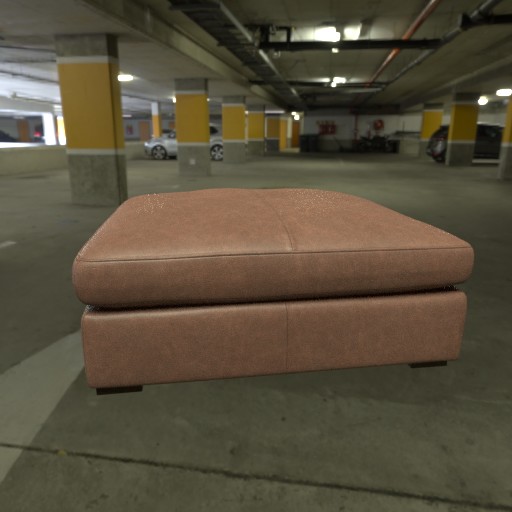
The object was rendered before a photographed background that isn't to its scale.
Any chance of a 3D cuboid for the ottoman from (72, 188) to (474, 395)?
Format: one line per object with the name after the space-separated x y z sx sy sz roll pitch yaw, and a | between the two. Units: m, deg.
0.000 0.000 1.784 1.168 0.490 1.168 -2 15 -9 | ottoman
